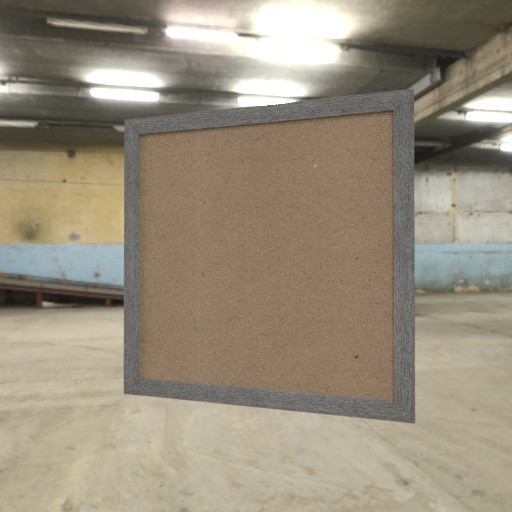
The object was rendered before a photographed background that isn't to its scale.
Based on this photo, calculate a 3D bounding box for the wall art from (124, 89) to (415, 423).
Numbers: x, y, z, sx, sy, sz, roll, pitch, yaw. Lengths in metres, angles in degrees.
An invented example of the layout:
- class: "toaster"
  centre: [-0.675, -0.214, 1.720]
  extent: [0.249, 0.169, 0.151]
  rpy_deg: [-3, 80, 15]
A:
- class: "wall art"
  centre: [0.000, 0.000, 1.016]
  extent: [0.685, 0.685, 0.020]
  rpy_deg: [0, -1, 17]
